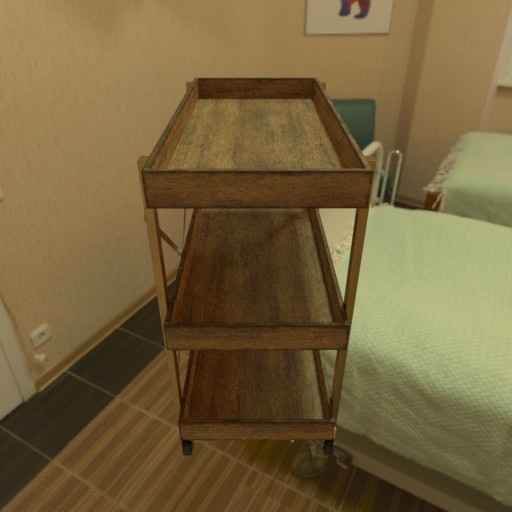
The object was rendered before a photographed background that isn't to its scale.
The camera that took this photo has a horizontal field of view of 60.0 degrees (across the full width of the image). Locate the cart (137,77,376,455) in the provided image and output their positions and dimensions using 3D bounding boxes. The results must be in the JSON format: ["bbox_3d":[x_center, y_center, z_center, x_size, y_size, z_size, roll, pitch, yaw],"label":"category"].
[{"bbox_3d":[0.000,0.000,1.234,0.416,0.799,0.750,0,33,0],"label":"cart"}]
